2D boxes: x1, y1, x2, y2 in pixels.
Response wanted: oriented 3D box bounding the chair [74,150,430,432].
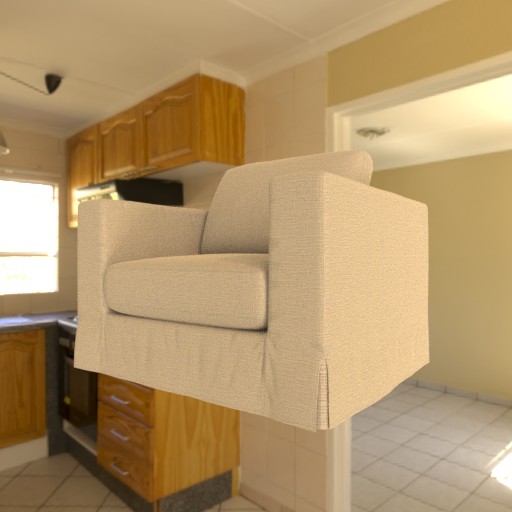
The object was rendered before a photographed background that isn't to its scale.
[{"bbox_3d":[0.000,0.000,1.810,1.150,0.878,0.957,0,0,37],"label":"chair"}]
